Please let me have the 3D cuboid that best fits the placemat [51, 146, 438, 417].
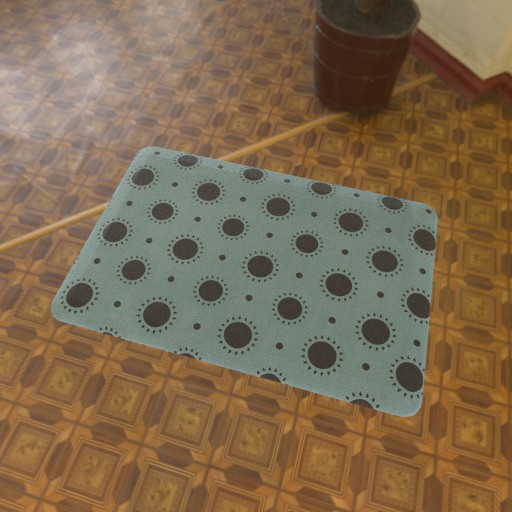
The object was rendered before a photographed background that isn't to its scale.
[{"bbox_3d":[0.000,0.000,0.977,0.762,0.021,0.508,14,60,8],"label":"placemat"}]
